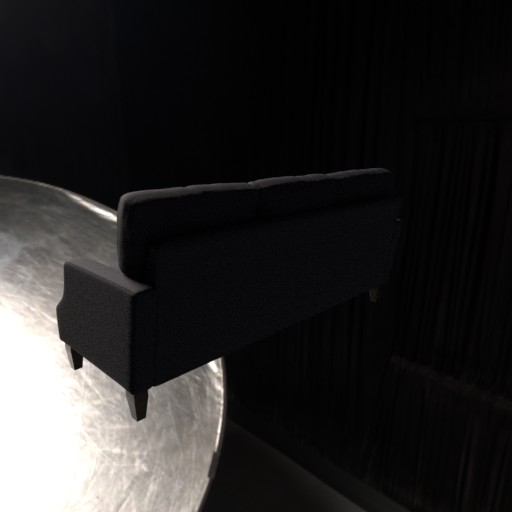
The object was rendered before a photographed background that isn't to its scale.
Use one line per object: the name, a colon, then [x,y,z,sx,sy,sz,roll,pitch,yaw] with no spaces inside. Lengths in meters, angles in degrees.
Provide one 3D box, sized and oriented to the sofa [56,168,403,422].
sofa: [0.000,0.000,2.679,0.888,0.984,2.115,14,21,43]
